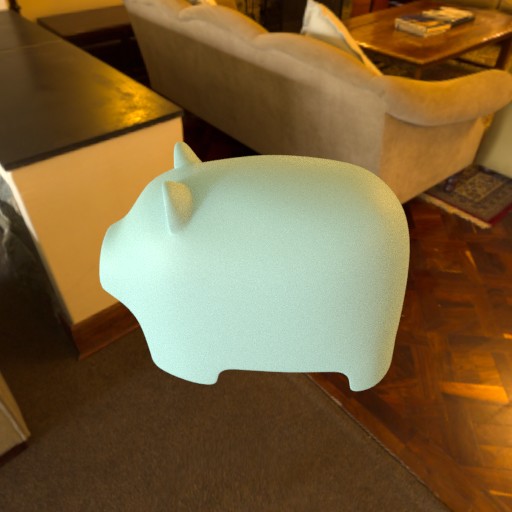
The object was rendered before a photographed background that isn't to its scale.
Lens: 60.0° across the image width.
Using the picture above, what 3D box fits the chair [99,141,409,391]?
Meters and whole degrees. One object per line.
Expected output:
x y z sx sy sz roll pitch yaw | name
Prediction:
0.000 0.000 0.894 0.619 0.423 0.364 1 41 1 | chair
